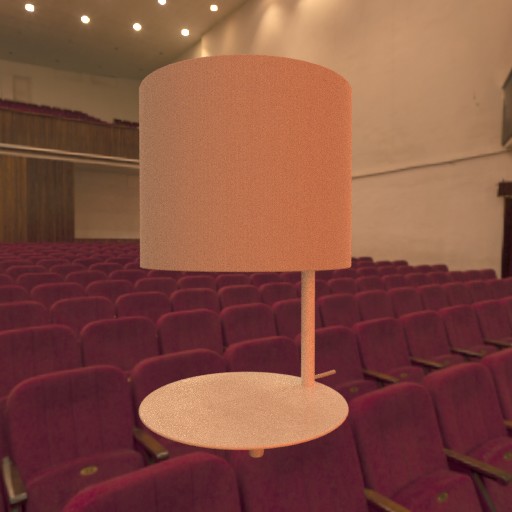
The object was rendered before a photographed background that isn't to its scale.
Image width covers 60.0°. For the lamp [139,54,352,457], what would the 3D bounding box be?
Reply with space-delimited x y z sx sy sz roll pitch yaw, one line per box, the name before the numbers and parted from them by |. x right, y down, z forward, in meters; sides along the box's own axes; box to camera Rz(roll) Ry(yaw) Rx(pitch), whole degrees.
lamp | 0.000 0.000 0.655 0.341 0.454 0.299 -1 2 -36
